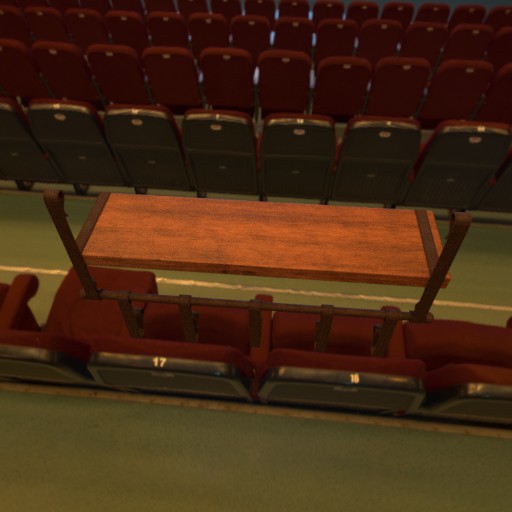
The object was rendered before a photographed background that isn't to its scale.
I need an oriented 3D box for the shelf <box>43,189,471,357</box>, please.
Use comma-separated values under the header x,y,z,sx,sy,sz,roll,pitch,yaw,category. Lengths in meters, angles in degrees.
x,y,z,sx,sy,sz,roll,pitch,yaw,category
0.000,0.000,0.714,0.567,0.330,0.146,4,47,3,shelf
